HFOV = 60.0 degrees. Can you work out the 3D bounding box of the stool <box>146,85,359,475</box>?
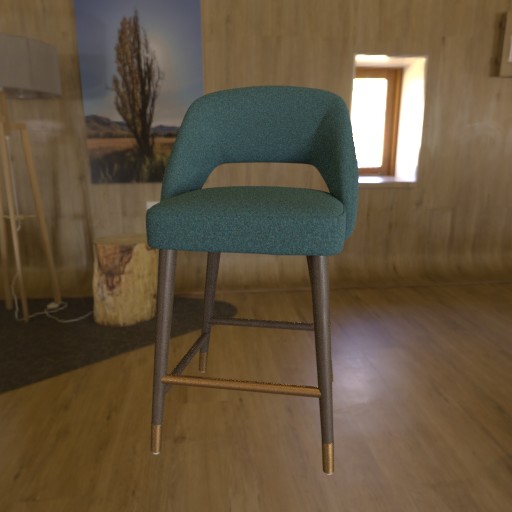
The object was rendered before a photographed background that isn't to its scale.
[{"bbox_3d":[0.000,0.000,1.226,0.536,0.939,0.522,2,15,9],"label":"stool"}]
